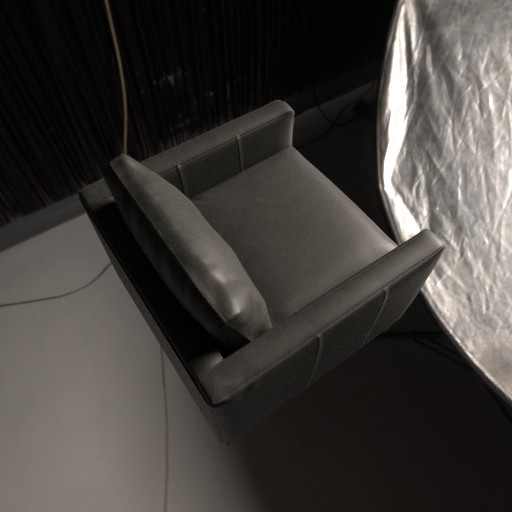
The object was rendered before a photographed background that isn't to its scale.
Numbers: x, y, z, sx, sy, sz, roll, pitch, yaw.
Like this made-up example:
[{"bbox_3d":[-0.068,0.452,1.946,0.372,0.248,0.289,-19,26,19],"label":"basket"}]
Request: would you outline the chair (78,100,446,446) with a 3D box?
[{"bbox_3d":[0.000,0.000,1.551,0.861,0.824,0.967,-30,62,-18],"label":"chair"}]
